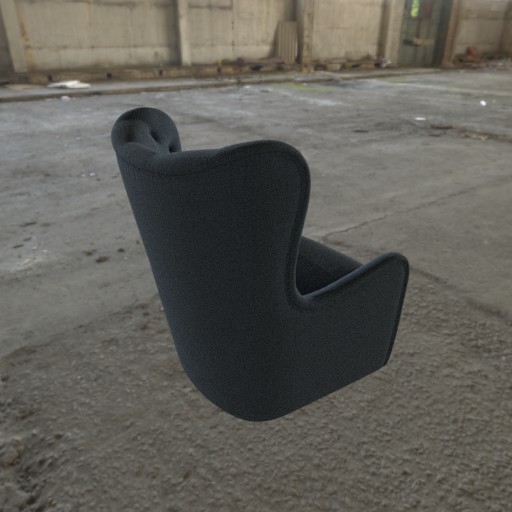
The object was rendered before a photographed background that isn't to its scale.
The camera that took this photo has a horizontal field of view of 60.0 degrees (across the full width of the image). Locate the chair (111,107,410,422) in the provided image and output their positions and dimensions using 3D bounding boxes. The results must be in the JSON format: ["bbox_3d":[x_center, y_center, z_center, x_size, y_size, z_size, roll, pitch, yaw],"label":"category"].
[{"bbox_3d":[0.000,0.000,1.747,0.930,1.079,0.831,-18,31,-32],"label":"chair"}]
